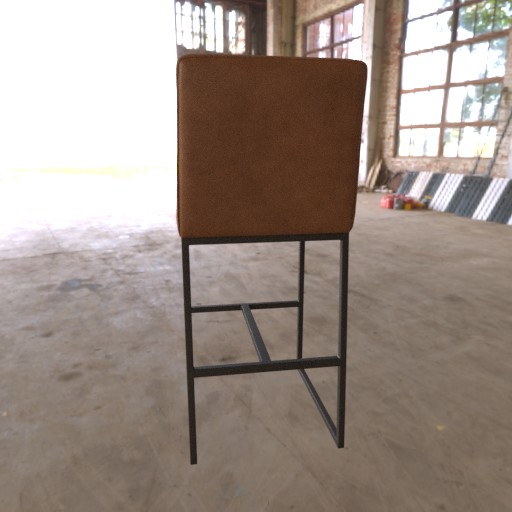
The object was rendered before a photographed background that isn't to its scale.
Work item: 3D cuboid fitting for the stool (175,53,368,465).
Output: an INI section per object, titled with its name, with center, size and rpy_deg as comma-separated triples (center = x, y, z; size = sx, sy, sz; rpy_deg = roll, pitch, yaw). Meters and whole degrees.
[stool]
center = 0.000, 0.000, 1.339
size = 0.458, 1.040, 0.556
rpy_deg = -2, 14, -9
